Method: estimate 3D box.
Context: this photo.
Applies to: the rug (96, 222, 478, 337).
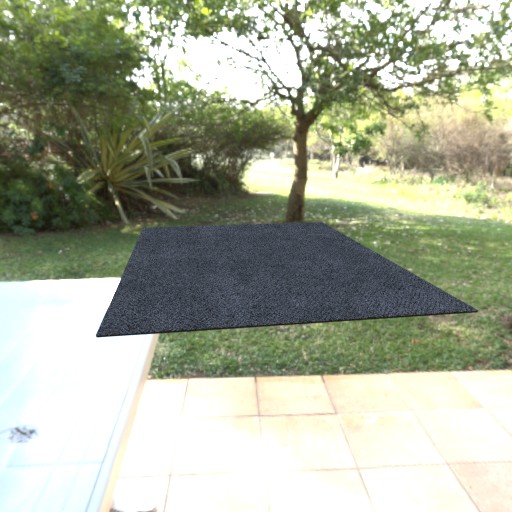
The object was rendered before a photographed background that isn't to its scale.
[{"bbox_3d":[0.000,0.000,2.870,1.600,0.008,2.235,-2,15,-9],"label":"rug"}]
